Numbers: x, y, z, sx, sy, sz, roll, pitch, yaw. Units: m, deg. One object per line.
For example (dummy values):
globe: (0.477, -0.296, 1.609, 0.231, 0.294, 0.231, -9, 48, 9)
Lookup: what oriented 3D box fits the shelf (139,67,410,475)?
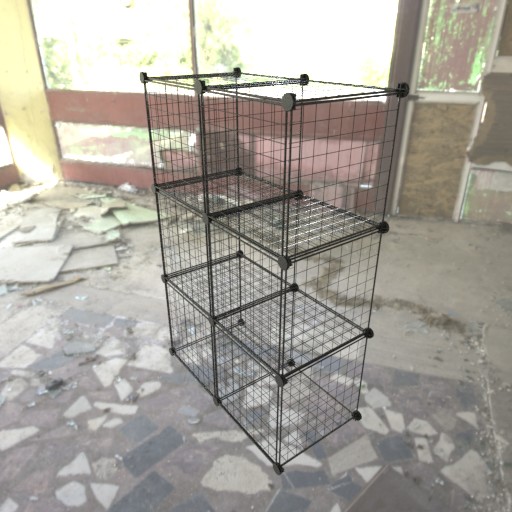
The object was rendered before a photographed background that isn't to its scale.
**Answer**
shelf: (0.000, 0.000, 1.416, 0.356, 1.067, 0.711, -18, 32, -32)
